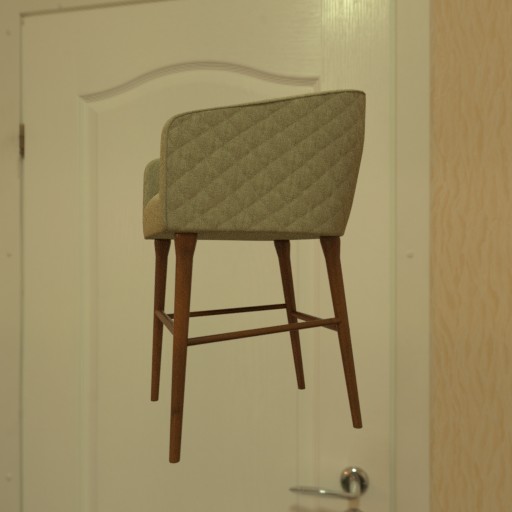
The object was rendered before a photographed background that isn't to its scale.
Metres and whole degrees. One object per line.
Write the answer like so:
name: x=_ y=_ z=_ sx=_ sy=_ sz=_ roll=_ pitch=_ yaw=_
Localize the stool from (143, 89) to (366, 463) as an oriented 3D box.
stool: x=0.000 y=0.000 z=1.331 sx=0.635 sy=0.952 sz=0.559 roll=0 pitch=0 yaw=-19
